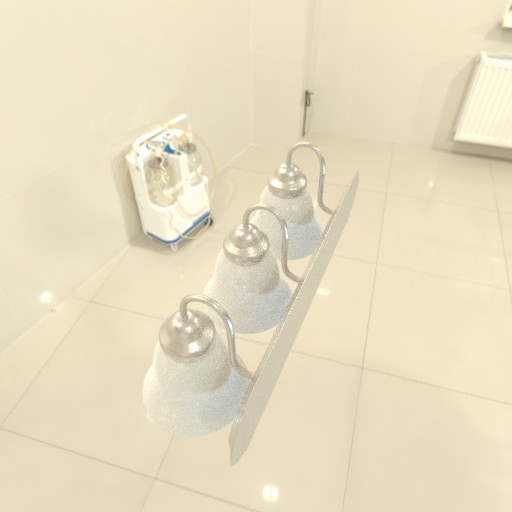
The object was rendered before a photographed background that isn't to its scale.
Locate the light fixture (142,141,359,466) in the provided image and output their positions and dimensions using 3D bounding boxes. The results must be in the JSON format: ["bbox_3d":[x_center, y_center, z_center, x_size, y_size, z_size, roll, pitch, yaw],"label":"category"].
[{"bbox_3d":[0.000,0.000,0.728,0.199,0.222,0.610,17,47,16],"label":"light fixture"}]
